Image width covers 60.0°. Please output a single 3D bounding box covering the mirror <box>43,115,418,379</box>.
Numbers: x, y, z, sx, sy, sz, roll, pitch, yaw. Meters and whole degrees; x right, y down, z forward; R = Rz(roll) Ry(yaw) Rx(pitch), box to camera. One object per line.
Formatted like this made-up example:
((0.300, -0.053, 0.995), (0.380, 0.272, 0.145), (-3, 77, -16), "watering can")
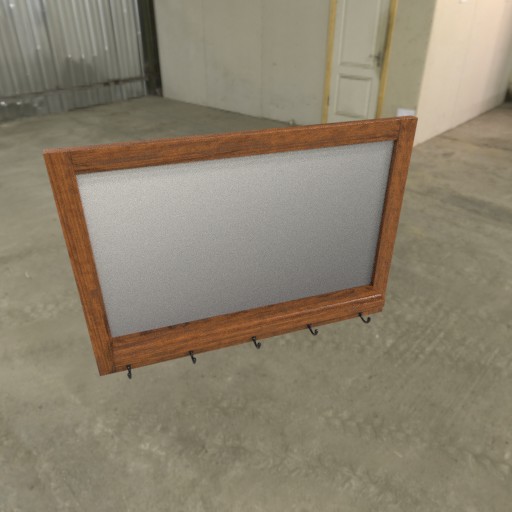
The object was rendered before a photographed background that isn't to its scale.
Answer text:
((0.000, 0.000, 0.986), (0.758, 0.537, 0.084), (-10, 33, -16), "mirror")
